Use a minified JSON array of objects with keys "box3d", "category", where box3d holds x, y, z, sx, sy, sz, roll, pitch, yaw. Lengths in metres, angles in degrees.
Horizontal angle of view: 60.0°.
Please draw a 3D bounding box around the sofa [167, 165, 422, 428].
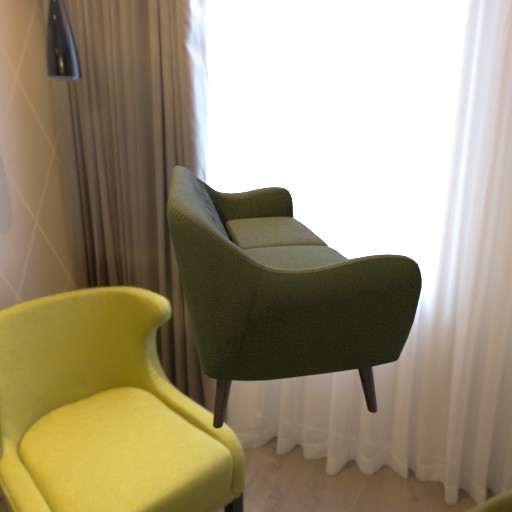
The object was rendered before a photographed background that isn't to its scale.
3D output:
[{"box3d":[0.000,0.000,2.258,0.820,0.836,1.840,-3,16,-9],"category":"sofa"}]
